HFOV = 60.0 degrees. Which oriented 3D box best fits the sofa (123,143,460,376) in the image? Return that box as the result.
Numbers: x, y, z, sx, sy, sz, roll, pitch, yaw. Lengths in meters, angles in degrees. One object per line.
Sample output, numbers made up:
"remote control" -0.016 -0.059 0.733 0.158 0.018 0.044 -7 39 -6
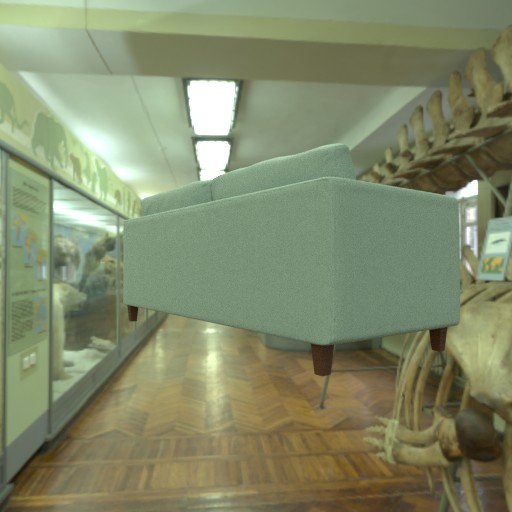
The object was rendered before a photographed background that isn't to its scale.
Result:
"sofa" 0.000 0.000 2.791 0.951 0.965 2.208 1 -1 -37
